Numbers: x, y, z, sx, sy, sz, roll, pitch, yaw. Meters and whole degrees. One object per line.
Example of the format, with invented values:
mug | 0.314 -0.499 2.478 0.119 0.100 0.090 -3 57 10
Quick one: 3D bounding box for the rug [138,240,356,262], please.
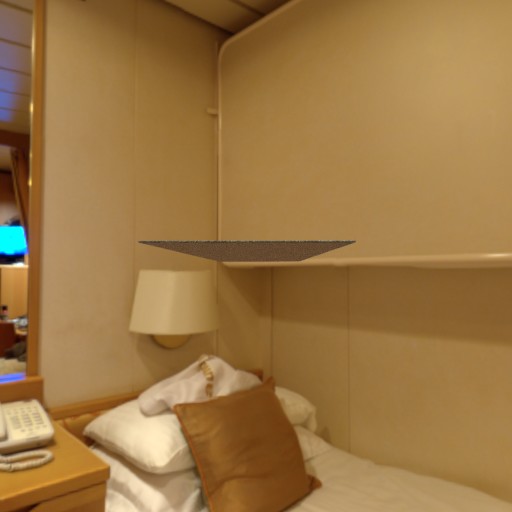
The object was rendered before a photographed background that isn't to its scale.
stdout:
rug | 0.000 0.000 2.614 0.688 0.008 2.443 0 -2 1
